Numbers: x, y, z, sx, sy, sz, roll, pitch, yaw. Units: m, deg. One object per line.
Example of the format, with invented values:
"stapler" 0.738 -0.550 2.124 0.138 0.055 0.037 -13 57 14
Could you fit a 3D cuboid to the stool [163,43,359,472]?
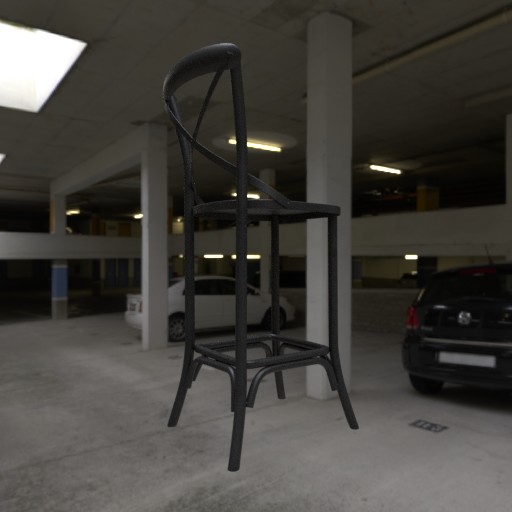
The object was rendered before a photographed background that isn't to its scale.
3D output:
"stool" 0.000 0.000 1.493 0.584 1.168 0.457 0 0 -36
